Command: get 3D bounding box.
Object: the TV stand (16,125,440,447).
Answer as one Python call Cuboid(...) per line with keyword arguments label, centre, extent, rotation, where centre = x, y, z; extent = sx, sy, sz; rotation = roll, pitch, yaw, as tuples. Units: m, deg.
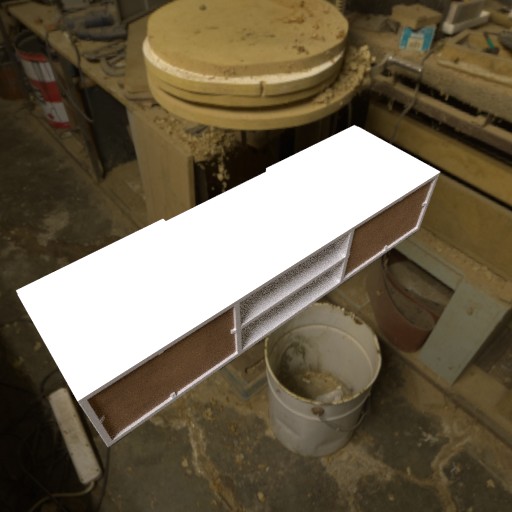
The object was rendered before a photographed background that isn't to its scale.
Cuboid(label="TV stand", centre=(0.000, 0.000, 1.549), extent=(1.400, 0.310, 0.420), rotation=(-31, 54, -26))
